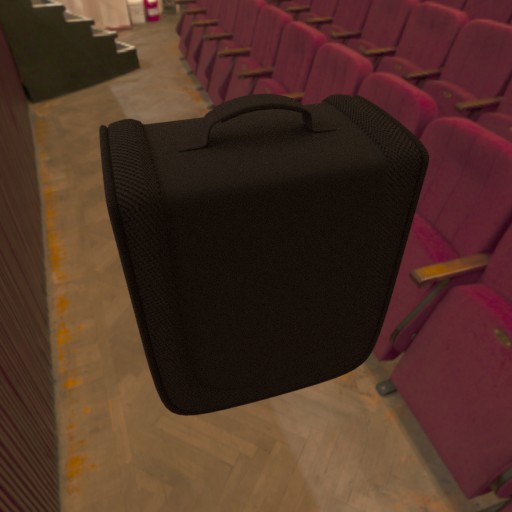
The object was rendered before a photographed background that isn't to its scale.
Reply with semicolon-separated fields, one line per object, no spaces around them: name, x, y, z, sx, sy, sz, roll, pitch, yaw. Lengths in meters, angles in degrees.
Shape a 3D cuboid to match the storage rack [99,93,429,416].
storage rack;0.000;0.000;0.540;0.297;0.387;0.168;-11;41;-13
